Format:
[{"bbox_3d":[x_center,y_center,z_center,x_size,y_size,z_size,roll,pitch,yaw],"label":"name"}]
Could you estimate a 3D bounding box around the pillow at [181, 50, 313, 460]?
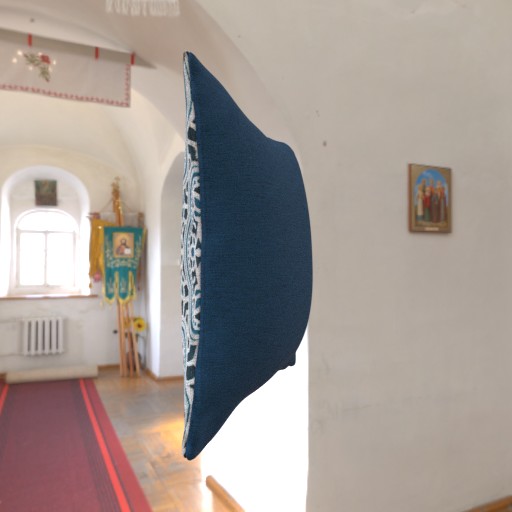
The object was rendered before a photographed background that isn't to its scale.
[{"bbox_3d":[0.000,0.000,0.655,0.145,0.420,0.440,0,0,19],"label":"pillow"}]
